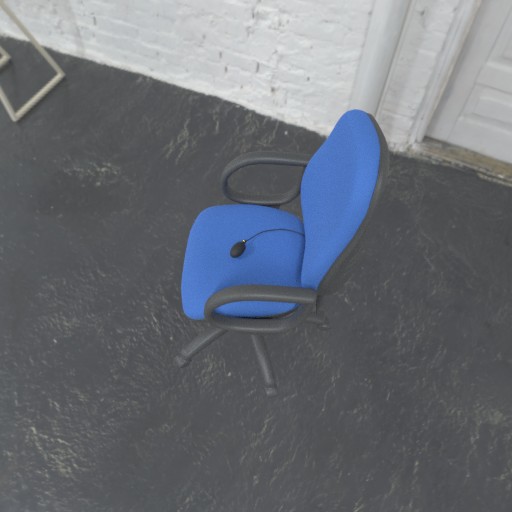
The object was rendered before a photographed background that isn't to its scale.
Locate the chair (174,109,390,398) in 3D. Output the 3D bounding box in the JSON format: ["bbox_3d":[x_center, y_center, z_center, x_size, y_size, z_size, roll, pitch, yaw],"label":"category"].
[{"bbox_3d":[0.000,0.000,1.251,0.549,0.905,0.552,2,57,2],"label":"chair"}]
